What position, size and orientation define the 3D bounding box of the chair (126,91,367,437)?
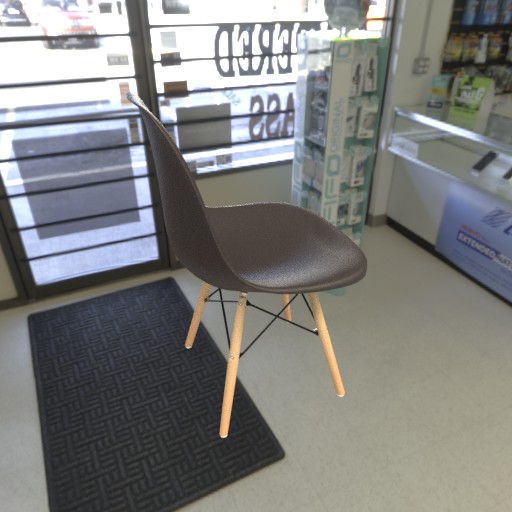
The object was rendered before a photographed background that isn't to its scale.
[{"bbox_3d":[0.000,0.000,1.151,0.533,0.825,0.470,-12,33,-19],"label":"chair"}]
